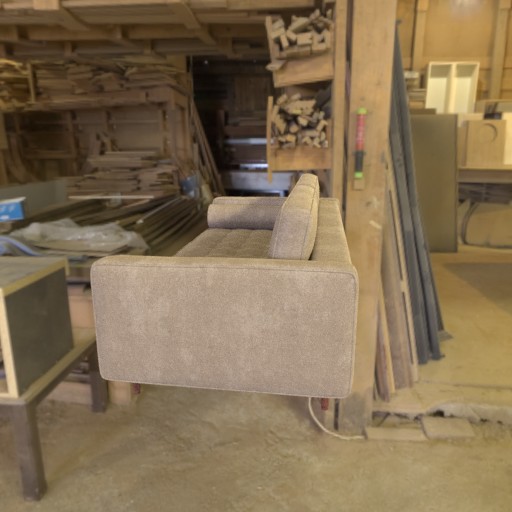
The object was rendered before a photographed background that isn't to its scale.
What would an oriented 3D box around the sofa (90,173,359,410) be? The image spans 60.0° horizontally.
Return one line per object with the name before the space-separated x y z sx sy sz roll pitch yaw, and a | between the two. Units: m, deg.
sofa | 0.000 0.000 2.352 0.920 0.769 1.883 2 15 8
